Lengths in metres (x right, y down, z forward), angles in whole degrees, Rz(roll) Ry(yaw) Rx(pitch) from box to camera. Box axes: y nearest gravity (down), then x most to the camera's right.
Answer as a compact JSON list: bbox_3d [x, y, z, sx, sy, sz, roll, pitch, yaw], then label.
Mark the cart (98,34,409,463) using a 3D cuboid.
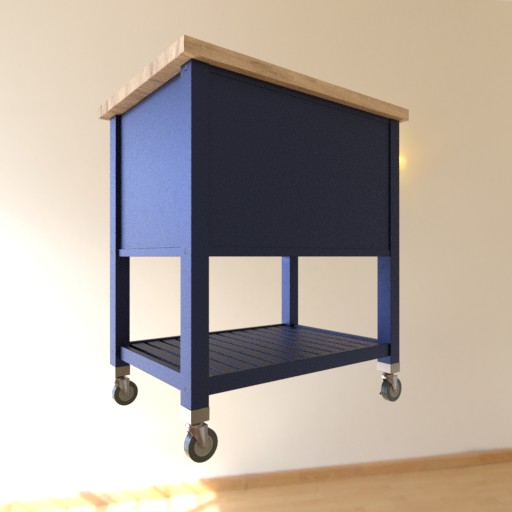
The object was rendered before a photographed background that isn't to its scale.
[{"bbox_3d":[0.000,0.000,1.386,0.797,0.920,0.567,0,0,-37],"label":"cart"}]
